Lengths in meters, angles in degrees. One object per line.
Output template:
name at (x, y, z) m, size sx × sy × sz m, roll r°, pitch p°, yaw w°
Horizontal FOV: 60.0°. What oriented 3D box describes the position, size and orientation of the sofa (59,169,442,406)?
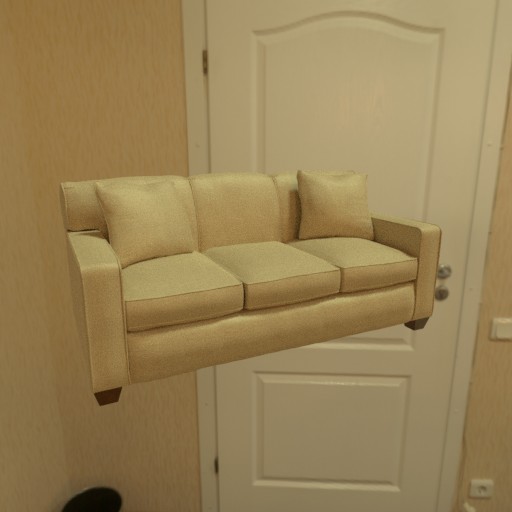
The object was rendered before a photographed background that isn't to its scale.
sofa at (0.000, 0.000, 2.620) m, size 2.024 × 0.958 × 0.997 m, roll -7°, pitch 16°, yaw -25°
